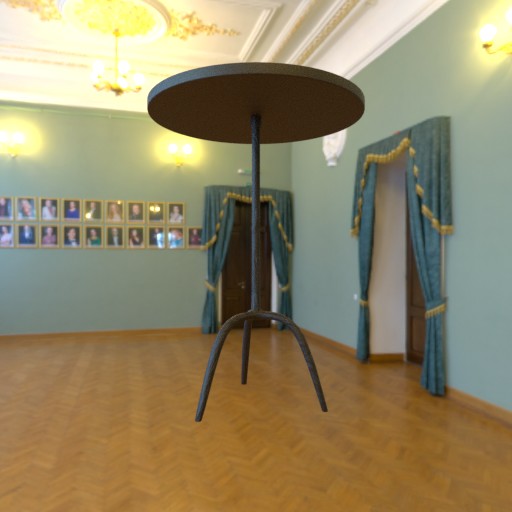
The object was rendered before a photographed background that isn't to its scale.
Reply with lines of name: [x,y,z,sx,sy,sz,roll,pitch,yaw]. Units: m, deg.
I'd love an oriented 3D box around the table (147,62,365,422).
table: [0.000,0.000,1.051,0.502,0.700,0.502,0,0,-18]
